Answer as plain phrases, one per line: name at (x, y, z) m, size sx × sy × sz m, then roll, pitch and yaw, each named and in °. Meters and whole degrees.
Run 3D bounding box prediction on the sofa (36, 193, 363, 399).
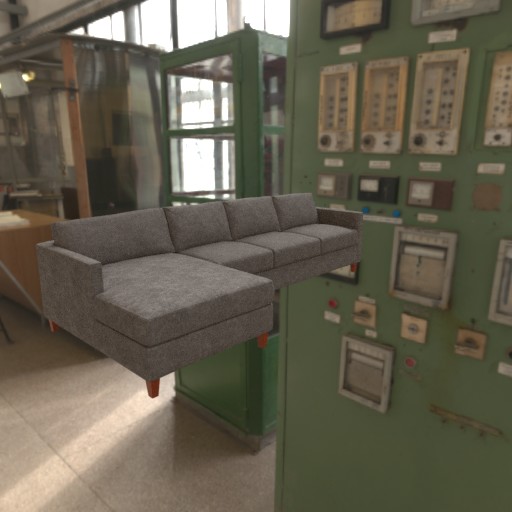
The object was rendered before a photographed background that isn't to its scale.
sofa at (0.000, 0.000, 4.269) m, size 1.606 × 0.954 × 3.471 m, roll 13°, pitch 18°, yaw 42°
